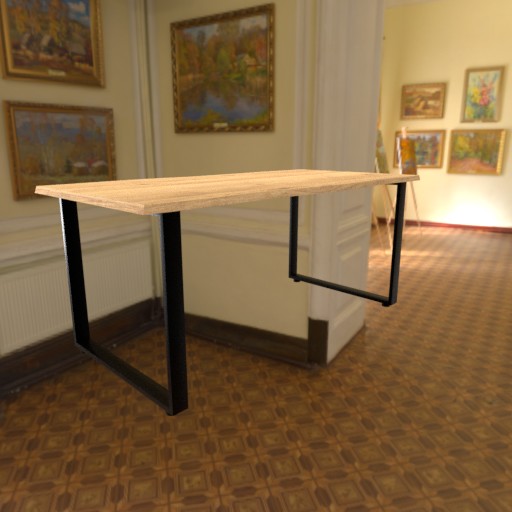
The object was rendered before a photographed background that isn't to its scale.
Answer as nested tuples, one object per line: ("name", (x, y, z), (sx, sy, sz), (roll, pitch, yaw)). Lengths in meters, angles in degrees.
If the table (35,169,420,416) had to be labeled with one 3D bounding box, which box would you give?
("table", (0.000, 0.000, 2.297), (0.900, 0.780, 1.800), (14, 20, 43))
